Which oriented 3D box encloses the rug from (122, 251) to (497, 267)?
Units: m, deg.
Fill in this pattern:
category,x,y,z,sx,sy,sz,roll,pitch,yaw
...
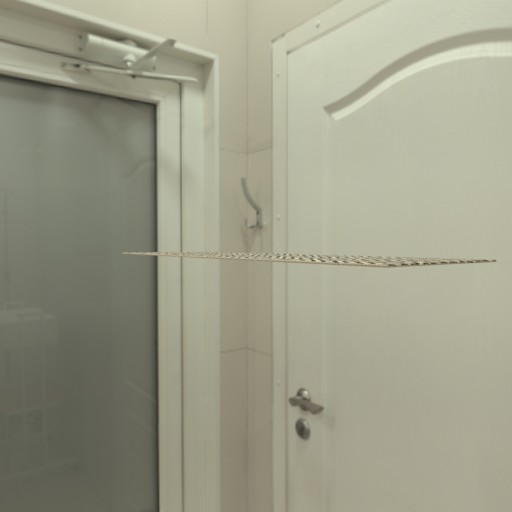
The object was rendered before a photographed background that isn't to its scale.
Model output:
category,x,y,z,sx,sy,sz,roll,pitch,yaw
rug,0.000,0.000,2.637,0.750,0.009,2.435,-1,2,-37
